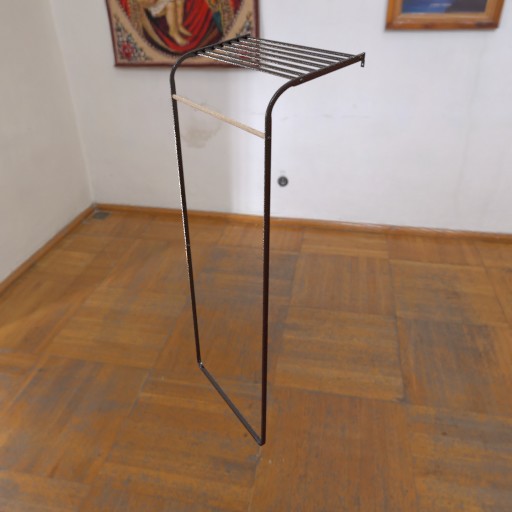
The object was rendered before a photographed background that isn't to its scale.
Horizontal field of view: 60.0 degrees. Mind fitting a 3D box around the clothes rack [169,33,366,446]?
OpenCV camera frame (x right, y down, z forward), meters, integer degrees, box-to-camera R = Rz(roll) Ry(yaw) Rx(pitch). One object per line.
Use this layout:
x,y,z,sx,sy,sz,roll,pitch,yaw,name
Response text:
0.000,0.000,1.819,0.349,1.574,0.609,-20,38,-28,clothes rack
